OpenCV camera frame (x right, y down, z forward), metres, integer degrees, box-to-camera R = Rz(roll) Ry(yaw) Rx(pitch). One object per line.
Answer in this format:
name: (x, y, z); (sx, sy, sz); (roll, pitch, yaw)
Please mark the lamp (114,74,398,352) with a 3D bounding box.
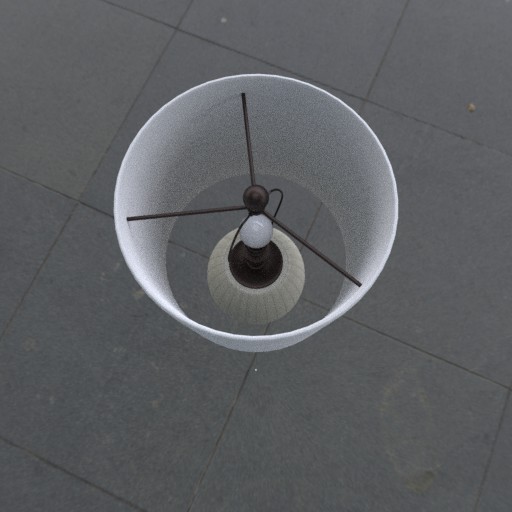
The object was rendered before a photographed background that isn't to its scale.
lamp: (0.000, 0.000, 0.773); (0.329, 0.570, 0.329); (38, 79, 9)
